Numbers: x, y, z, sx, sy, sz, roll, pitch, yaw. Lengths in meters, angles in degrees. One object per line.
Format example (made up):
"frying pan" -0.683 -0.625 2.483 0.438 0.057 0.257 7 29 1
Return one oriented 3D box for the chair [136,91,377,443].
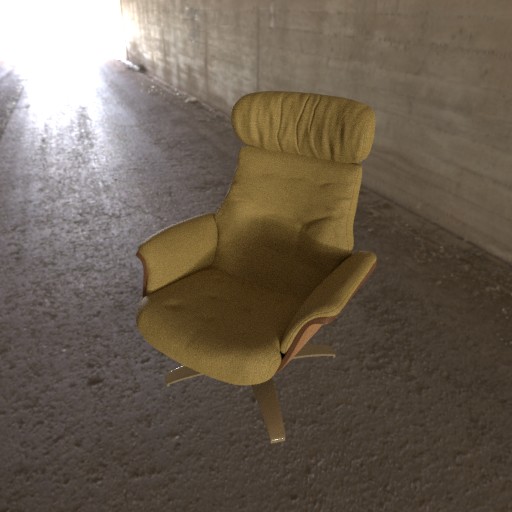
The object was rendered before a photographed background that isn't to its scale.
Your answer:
"chair" 0.000 0.000 1.567 0.785 0.995 0.837 17 34 28
